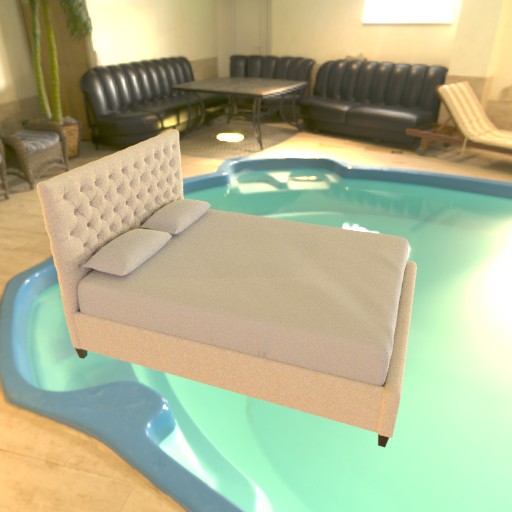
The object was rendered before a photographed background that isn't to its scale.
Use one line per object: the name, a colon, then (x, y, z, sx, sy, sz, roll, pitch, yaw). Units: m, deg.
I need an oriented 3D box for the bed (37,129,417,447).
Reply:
bed: (0.000, 0.000, 3.429, 2.387, 1.427, 1.698, 10, 30, 18)
